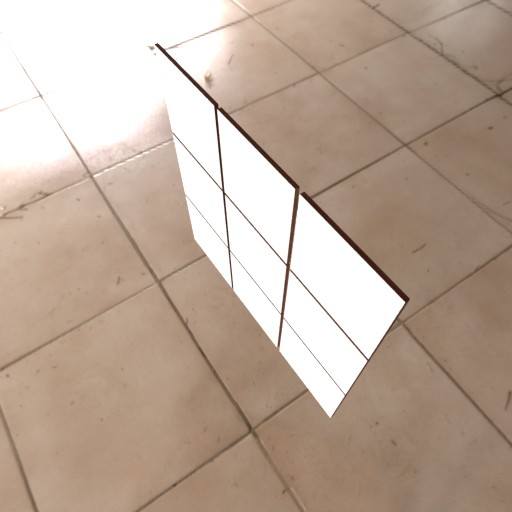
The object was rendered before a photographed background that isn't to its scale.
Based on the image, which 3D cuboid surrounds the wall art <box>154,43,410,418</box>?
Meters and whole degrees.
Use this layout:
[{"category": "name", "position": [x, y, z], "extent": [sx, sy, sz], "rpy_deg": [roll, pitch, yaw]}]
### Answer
[{"category": "wall art", "position": [0.000, 0.000, 1.852], "extent": [0.017, 1.246, 1.256], "rpy_deg": [-31, 63, -18]}]
